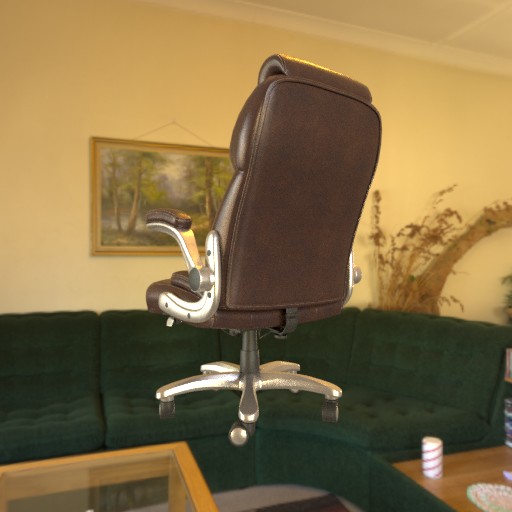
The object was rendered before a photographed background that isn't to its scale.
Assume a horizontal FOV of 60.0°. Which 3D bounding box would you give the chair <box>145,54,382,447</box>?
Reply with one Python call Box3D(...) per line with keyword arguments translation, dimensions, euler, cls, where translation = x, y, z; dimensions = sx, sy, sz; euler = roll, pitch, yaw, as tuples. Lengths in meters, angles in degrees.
Box3D(translation=(0.000, 0.000, 1.625), dimensions=(0.733, 1.160, 0.774), euler=(0, 0, -37), cls="chair")
